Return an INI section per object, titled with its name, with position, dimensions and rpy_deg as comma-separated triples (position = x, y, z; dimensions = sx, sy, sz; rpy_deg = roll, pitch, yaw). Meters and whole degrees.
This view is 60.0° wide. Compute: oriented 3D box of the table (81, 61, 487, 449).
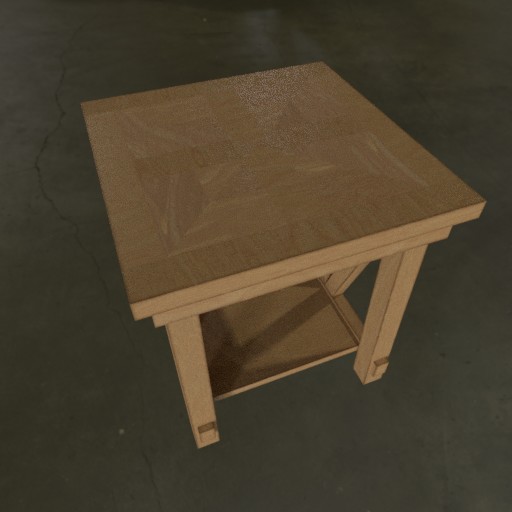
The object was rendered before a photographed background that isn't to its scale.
[table]
position = 0.000, 0.000, 1.109
dimensions = 0.610, 0.638, 0.612
rpy_deg = -16, 48, -15
